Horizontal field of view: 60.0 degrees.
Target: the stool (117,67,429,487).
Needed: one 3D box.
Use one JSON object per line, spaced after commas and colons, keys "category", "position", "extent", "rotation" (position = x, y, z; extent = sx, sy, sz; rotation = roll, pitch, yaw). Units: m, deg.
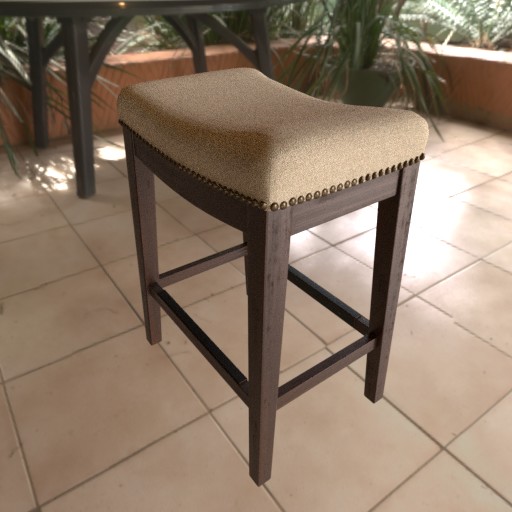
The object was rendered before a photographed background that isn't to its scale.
{"category": "stool", "position": [0.000, 0.000, 0.938], "extent": [0.363, 0.669, 0.509], "rotation": [-22, 39, -30]}
